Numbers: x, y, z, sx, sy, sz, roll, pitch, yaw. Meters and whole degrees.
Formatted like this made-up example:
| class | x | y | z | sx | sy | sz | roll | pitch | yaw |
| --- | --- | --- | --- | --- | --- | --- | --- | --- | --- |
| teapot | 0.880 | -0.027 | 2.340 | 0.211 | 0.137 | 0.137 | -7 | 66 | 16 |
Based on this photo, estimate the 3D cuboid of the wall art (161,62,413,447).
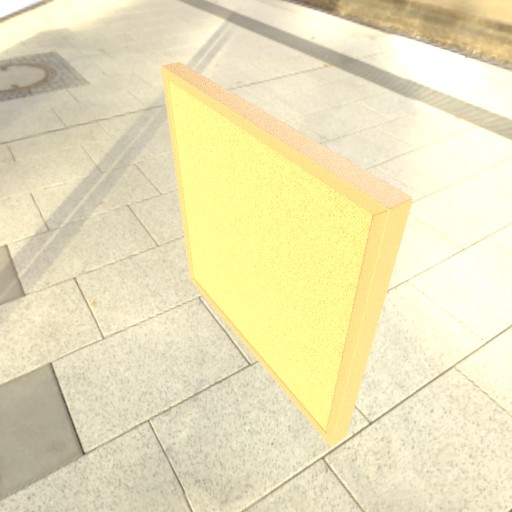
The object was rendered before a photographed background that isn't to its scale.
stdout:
| class | x | y | z | sx | sy | sz | roll | pitch | yaw |
| --- | --- | --- | --- | --- | --- | --- | --- | --- | --- |
| wall art | 0.000 | 0.000 | 0.770 | 0.036 | 0.509 | 0.509 | -25 | 47 | -26 |
